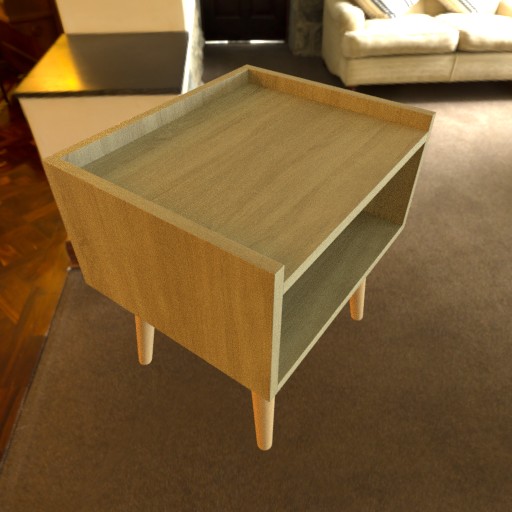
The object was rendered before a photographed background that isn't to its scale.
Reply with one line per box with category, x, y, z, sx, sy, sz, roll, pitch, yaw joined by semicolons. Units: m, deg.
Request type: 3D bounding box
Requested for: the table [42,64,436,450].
table;0.000;0.000;0.793;0.370;0.470;0.450;26;48;26
